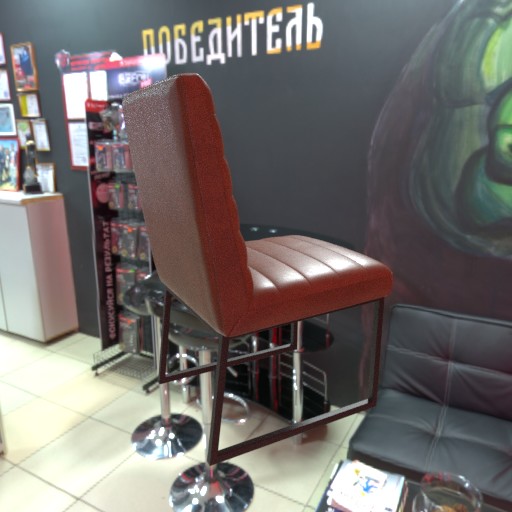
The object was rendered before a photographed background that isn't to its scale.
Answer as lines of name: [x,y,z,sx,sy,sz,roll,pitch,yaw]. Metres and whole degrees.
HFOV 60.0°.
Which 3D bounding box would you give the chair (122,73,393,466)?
chair: [0.000,0.000,1.318,0.634,0.930,0.520,-8,16,-27]
